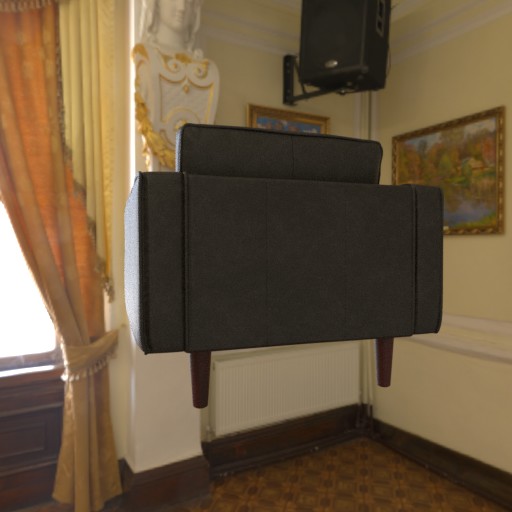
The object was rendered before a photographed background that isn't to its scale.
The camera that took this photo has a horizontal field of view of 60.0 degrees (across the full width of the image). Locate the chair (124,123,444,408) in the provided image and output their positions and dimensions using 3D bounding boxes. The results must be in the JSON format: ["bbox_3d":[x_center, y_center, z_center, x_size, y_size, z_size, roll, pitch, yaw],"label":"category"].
[{"bbox_3d":[0.000,0.000,1.584,0.889,0.763,0.914,0,1,-18],"label":"chair"}]
